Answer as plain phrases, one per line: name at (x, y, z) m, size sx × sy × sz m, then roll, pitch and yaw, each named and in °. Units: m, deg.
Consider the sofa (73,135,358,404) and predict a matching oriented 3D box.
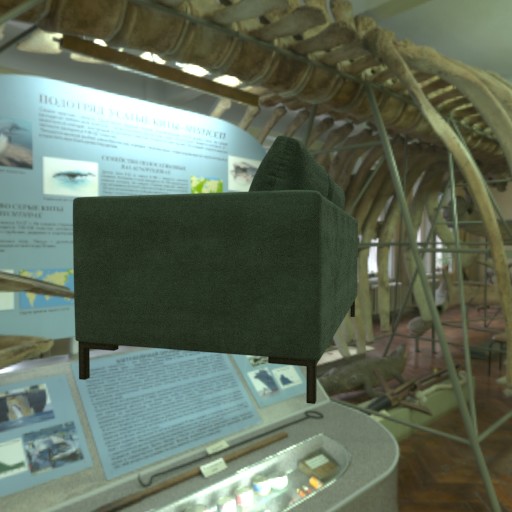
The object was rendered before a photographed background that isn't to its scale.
sofa at (0.000, 0.000, 2.180) m, size 0.875 × 0.817 × 1.676 m, roll 1°, pitch 2°, yaw 17°
